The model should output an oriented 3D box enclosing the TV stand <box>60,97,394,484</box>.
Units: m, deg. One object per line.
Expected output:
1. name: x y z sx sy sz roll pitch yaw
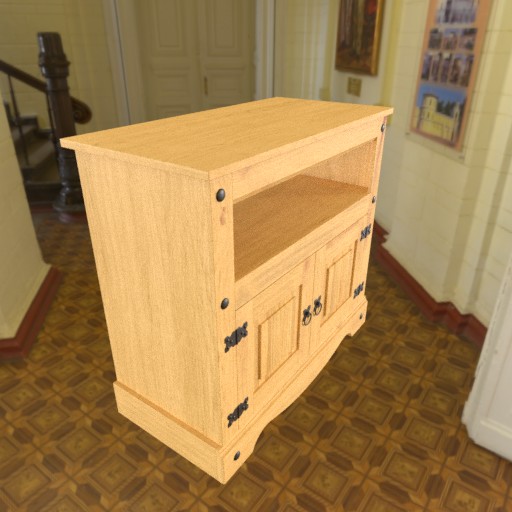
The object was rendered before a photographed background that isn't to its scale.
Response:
1. TV stand: 0.000 0.000 1.328 0.430 0.787 0.851 18 32 31
